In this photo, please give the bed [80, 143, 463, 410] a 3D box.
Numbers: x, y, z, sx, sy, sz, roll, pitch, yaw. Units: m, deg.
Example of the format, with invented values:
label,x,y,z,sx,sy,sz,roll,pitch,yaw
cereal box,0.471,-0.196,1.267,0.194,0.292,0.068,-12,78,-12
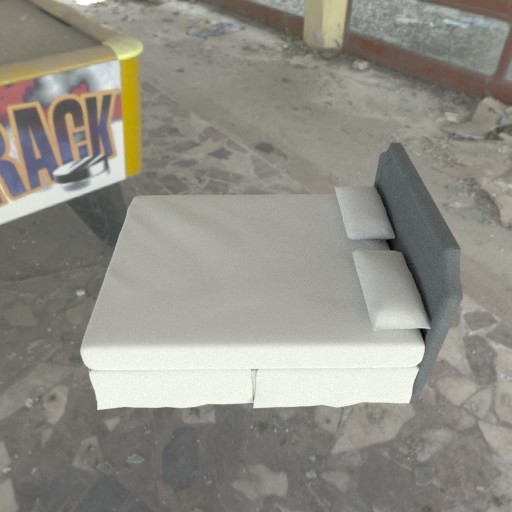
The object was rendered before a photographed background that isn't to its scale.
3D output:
label,x,y,z,sx,sy,sz,roll,pitch,yaw
bed,0.000,0.000,3.609,2.464,1.306,1.977,0,41,-1
